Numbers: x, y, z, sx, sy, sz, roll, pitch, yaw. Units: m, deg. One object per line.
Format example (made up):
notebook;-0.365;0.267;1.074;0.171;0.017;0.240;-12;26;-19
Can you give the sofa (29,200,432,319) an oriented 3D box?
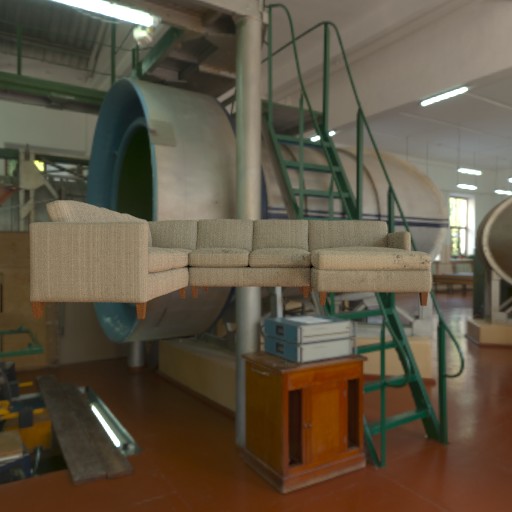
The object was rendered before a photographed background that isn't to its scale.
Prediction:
sofa;0.000;0.000;4.630;3.460;0.961;2.594;0;0;2
